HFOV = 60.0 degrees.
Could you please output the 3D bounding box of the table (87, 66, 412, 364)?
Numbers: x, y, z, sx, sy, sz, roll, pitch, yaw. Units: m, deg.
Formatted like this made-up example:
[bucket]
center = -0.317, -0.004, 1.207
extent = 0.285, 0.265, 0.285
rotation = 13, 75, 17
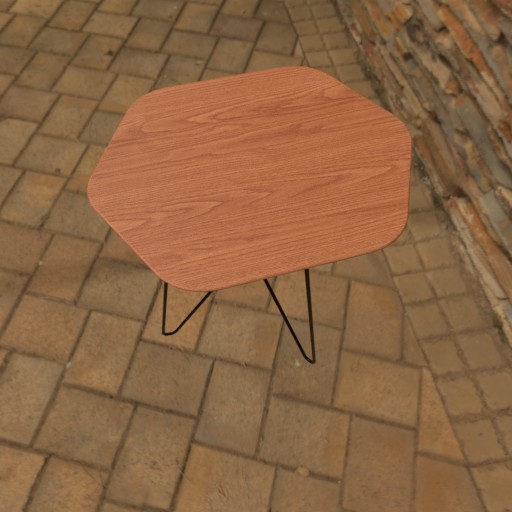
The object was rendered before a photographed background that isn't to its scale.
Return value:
[table]
center = 0.000, 0.000, 0.906
extent = 0.500, 0.562, 0.400
rotation = -13, 60, -8
